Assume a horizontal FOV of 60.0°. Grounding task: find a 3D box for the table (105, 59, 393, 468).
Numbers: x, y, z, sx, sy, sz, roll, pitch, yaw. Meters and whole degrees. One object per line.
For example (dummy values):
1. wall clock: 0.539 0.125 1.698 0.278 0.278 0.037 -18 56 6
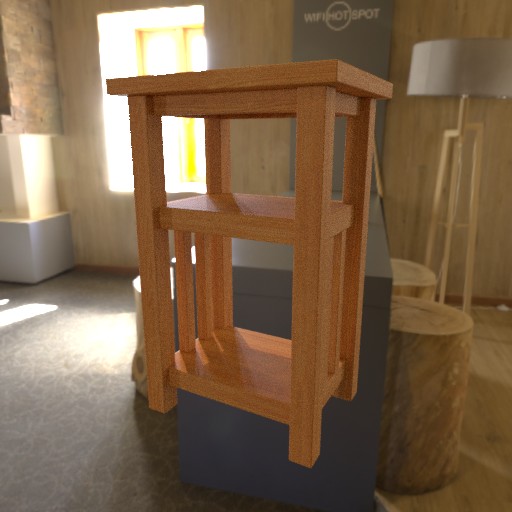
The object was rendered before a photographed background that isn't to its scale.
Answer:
1. table: 0.000 0.000 0.745 0.350 0.550 0.270 8 17 28
